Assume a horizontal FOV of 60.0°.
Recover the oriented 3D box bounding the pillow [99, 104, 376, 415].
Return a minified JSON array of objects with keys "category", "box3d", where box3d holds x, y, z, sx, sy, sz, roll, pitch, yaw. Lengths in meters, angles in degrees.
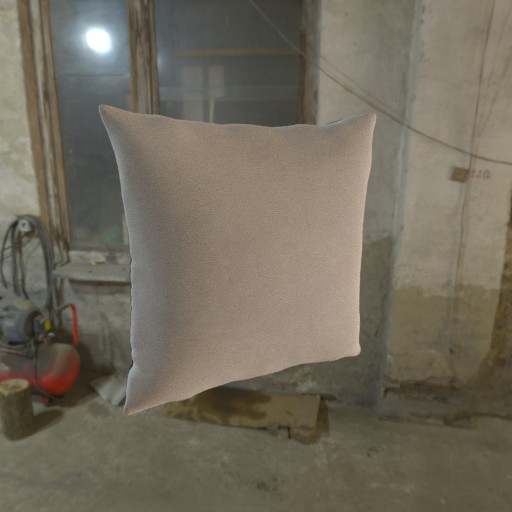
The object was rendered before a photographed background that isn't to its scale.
[{"category":"pillow","box3d":[0.000,0.000,0.686,0.433,0.434,0.196,-7,16,-25]}]
